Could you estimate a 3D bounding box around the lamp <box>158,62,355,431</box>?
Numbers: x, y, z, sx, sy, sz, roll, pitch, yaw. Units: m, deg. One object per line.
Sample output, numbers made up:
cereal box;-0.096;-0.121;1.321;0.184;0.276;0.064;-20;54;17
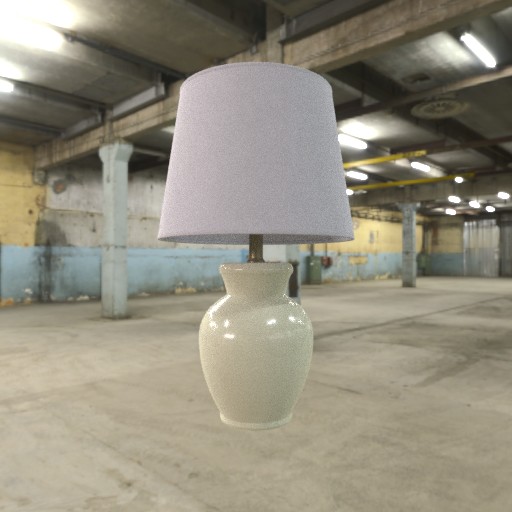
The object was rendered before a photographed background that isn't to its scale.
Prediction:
lamp;0.000;0.000;0.550;0.239;0.399;0.239;0;-1;0
